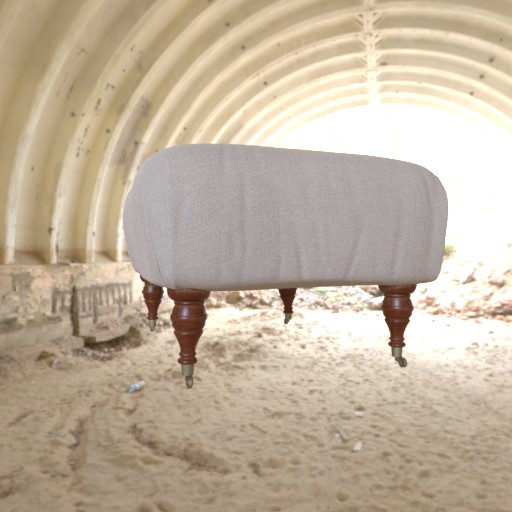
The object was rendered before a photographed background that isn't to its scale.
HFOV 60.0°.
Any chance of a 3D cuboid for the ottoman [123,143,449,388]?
[{"bbox_3d":[0.000,0.000,1.117,0.622,0.450,0.746,0,0,-19],"label":"ottoman"}]
